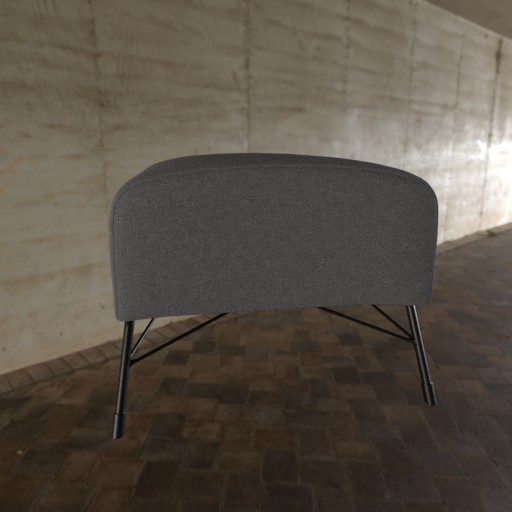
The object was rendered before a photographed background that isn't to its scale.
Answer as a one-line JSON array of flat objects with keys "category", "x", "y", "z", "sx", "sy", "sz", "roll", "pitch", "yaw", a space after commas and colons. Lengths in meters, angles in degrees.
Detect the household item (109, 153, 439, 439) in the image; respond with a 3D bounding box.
[{"category": "household item", "x": 0.000, "y": 0.000, "z": 0.904, "sx": 0.530, "sy": 0.410, "sz": 0.530, "roll": -2, "pitch": 14, "yaw": -10}]
